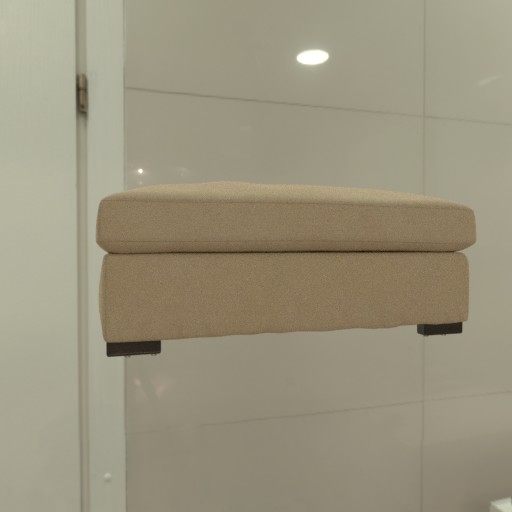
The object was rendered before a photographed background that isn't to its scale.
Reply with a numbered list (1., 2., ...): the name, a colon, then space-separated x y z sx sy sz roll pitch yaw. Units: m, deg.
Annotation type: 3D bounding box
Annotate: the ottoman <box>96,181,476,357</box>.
1. ottoman: 0.000 0.000 1.860 1.205 0.522 1.190 0 1 -16
